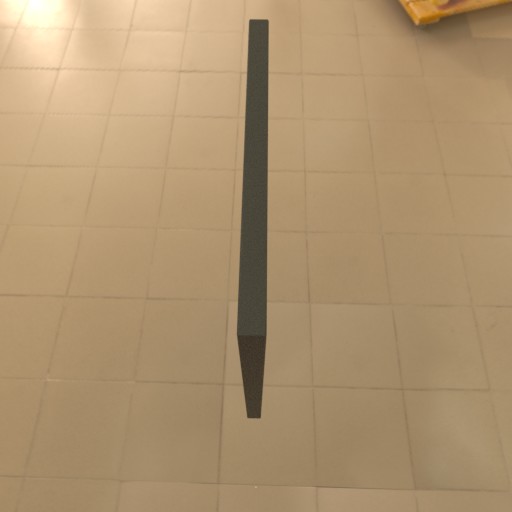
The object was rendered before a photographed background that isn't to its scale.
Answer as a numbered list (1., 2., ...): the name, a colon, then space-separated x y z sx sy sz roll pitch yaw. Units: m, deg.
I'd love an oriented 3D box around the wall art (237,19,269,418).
1. wall art: 0.000 0.000 0.762 0.028 0.558 0.457 1 62 0
